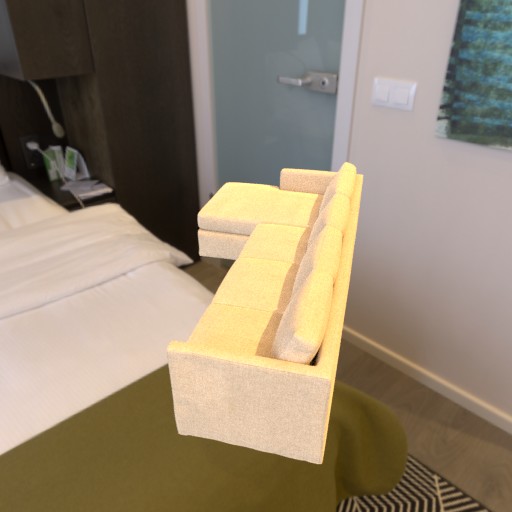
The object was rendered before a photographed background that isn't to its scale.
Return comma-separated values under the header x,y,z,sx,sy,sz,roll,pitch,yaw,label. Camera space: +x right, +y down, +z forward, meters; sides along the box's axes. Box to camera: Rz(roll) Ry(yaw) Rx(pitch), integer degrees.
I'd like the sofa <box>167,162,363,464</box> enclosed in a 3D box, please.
x,y,z,sx,sy,sz,roll,pitch,yaw,label
0.000,0.000,3.915,1.650,0.922,3.205,8,31,13,sofa
